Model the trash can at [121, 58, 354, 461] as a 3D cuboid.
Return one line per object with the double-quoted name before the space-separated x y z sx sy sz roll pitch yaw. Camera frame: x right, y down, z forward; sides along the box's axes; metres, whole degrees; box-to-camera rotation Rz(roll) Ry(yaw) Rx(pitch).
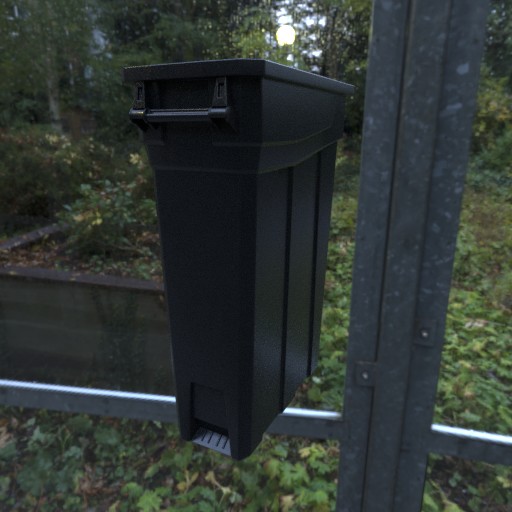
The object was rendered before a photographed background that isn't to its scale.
"trash can" 0.000 0.000 1.023 0.281 0.762 0.559 8 18 26
